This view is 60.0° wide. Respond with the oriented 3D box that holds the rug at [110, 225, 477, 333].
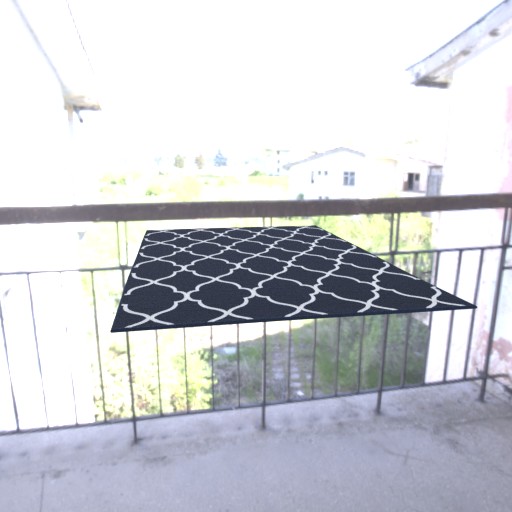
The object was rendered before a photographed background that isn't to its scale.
[{"bbox_3d":[0.000,0.000,2.863,1.526,0.014,2.290,-2,13,-10],"label":"rug"}]
